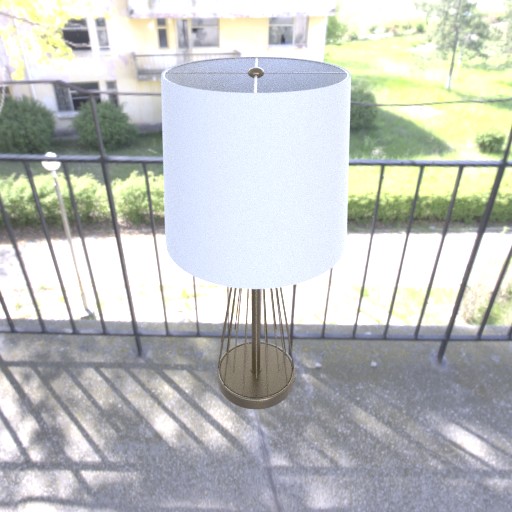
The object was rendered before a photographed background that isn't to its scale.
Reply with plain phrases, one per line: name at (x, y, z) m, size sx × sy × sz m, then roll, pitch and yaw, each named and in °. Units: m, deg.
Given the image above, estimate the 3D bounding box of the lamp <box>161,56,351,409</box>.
lamp at (0.000, 0.000, 0.777) m, size 0.303 × 0.618 × 0.303 m, roll 0°, pitch 33°, yaw 0°
